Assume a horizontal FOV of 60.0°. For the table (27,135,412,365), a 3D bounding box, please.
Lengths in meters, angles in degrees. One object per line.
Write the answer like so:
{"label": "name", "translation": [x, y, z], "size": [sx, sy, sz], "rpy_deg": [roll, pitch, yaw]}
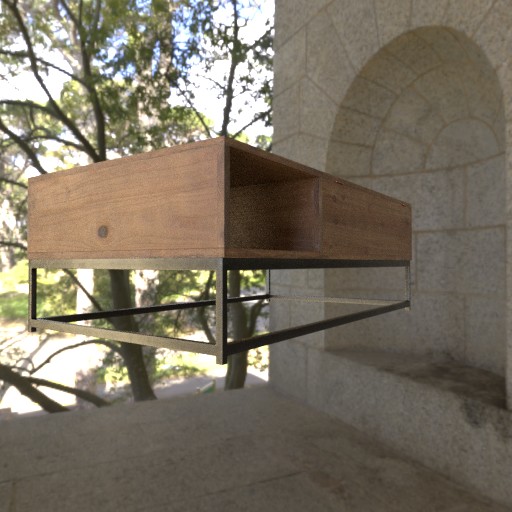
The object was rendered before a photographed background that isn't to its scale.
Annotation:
{"label": "table", "translation": [0.000, 0.000, 1.392], "size": [0.655, 0.395, 1.101], "rpy_deg": [-1, -1, 35]}
